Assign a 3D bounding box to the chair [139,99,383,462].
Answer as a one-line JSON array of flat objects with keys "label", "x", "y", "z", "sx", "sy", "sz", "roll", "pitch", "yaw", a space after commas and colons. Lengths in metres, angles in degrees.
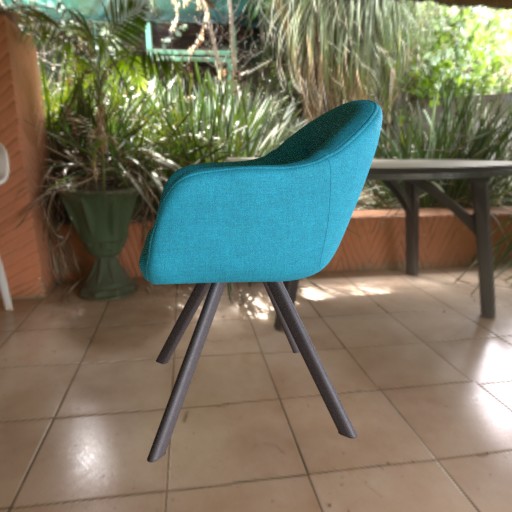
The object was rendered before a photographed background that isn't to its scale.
[{"label": "chair", "x": 0.000, "y": 0.000, "z": 1.143, "sx": 0.565, "sy": 0.775, "sz": 0.545, "roll": -2, "pitch": 14, "yaw": -10}]
